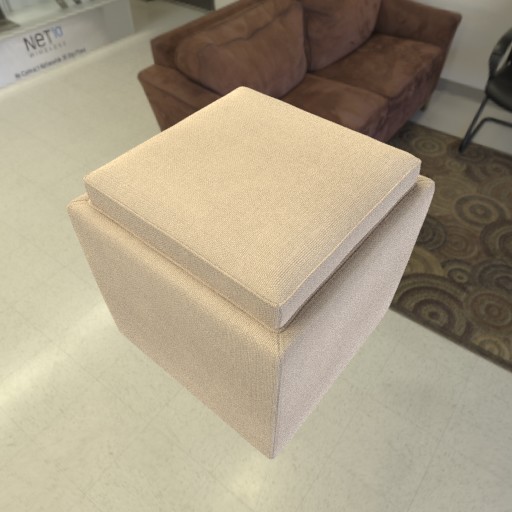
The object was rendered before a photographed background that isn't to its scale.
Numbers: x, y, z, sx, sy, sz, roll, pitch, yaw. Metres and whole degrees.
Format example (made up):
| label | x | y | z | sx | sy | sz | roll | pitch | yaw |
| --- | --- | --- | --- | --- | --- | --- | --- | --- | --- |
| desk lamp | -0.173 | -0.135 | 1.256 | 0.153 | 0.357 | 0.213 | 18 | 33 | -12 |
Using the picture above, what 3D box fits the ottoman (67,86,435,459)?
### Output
| label | x | y | z | sx | sy | sz | roll | pitch | yaw |
| --- | --- | --- | --- | --- | --- | --- | --- | --- | --- |
| ottoman | 0.000 | 0.000 | 0.840 | 0.451 | 0.460 | 0.450 | 32 | 55 | 25 |
